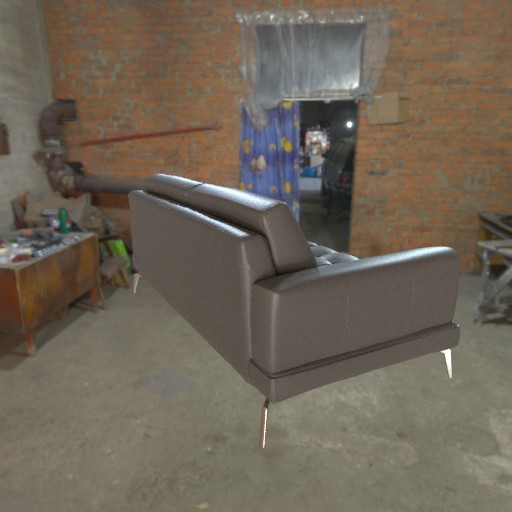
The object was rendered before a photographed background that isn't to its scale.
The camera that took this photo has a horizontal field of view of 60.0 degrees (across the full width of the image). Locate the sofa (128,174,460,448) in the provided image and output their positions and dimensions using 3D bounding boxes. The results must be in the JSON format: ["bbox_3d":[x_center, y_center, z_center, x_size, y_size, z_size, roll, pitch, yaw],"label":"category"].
[{"bbox_3d":[0.000,0.000,2.739,1.121,0.930,2.177,-8,17,-28],"label":"sofa"}]
